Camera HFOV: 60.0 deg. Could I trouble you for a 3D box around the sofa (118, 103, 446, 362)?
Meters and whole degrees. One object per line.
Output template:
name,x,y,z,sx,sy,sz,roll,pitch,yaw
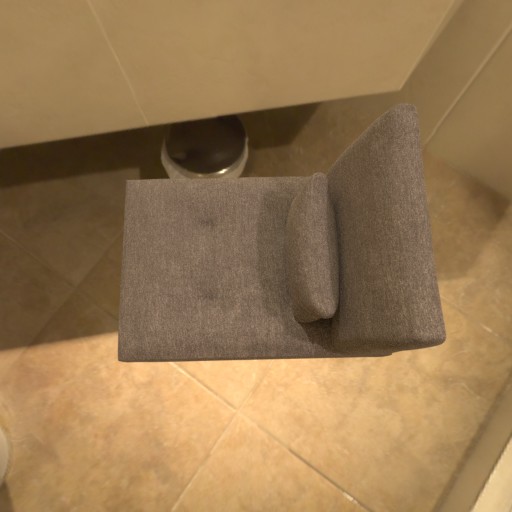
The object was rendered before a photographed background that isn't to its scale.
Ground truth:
sofa,0.000,0.000,1.551,1.000,0.820,0.700,-1,76,0
